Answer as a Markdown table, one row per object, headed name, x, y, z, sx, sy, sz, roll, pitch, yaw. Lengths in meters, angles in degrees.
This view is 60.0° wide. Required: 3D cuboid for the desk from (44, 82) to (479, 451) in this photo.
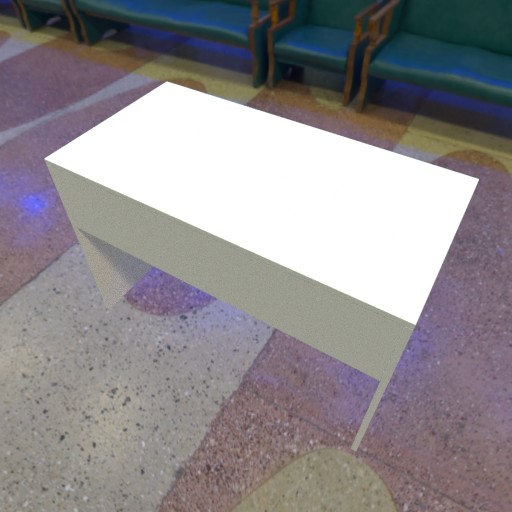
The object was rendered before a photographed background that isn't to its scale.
| name | x | y | z | sx | sy | sz | roll | pitch | yaw |
| --- | --- | --- | --- | --- | --- | --- | --- | --- | --- |
| desk | 0.000 | 0.000 | 1.523 | 1.100 | 0.730 | 0.560 | 24 | 52 | 21 |
